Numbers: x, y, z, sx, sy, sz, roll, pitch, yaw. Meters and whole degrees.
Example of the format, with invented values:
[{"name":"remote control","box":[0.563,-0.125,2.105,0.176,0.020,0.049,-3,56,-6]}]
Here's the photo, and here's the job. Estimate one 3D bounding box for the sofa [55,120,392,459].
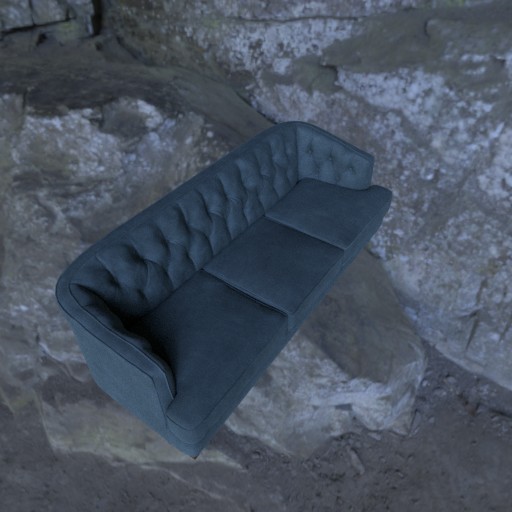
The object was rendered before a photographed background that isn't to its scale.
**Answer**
[{"name":"sofa","box":[0.000,0.000,2.792,0.941,0.855,2.278,25,48,25]}]
